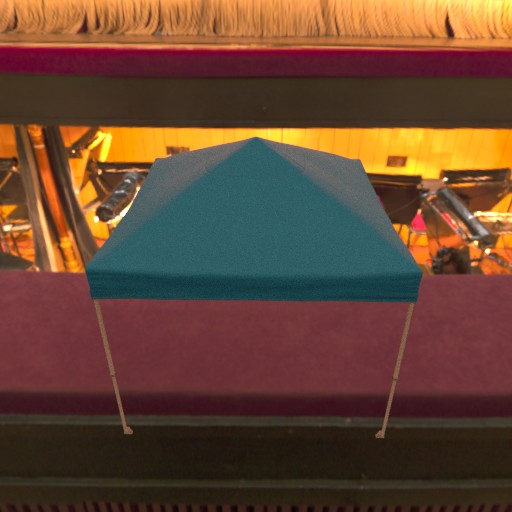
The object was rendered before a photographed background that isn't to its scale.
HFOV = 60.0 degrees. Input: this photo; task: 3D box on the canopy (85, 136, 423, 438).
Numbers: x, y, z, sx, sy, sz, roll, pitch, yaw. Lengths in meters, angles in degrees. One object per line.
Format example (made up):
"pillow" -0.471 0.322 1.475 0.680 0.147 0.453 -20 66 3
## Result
"canopy" 0.000 0.000 5.536 2.998 2.997 2.996 1 31 1
